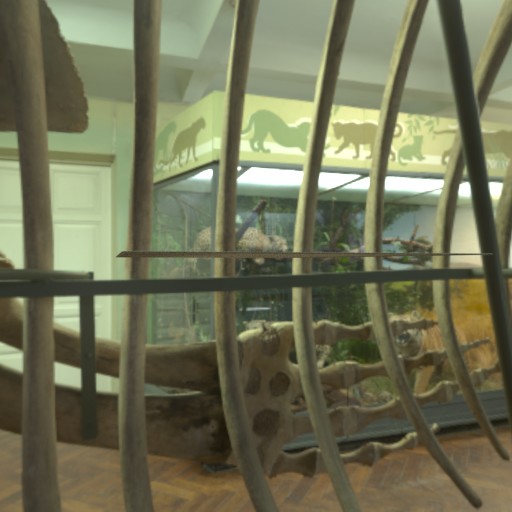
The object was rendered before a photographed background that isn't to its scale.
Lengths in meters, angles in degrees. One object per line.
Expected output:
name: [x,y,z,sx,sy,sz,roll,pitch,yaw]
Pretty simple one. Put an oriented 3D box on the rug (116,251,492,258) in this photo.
rug: [0.000,0.000,4.110,2.453,0.010,3.037,0,-1,-18]
